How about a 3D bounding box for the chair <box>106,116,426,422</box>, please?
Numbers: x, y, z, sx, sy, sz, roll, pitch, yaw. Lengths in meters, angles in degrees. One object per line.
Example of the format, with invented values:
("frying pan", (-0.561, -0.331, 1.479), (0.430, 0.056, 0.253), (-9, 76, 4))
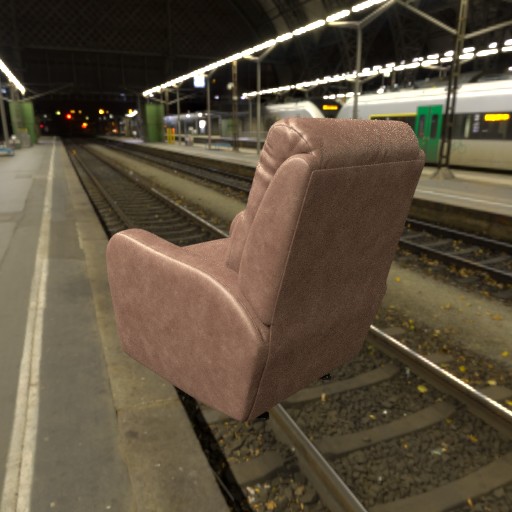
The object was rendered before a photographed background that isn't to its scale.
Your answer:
("chair", (0.000, 0.000, 1.816), (0.865, 1.067, 1.067), (-15, 22, -43))
